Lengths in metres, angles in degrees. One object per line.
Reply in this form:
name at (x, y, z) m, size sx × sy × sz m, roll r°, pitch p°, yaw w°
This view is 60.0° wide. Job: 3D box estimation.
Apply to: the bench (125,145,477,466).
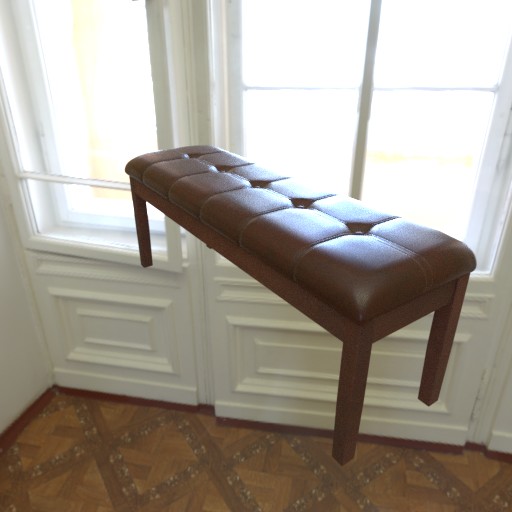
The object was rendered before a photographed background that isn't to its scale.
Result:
bench at (0.000, 0.000, 1.467) m, size 0.401 × 0.491 × 1.259 m, roll -18°, pitch 32°, yaw -31°
